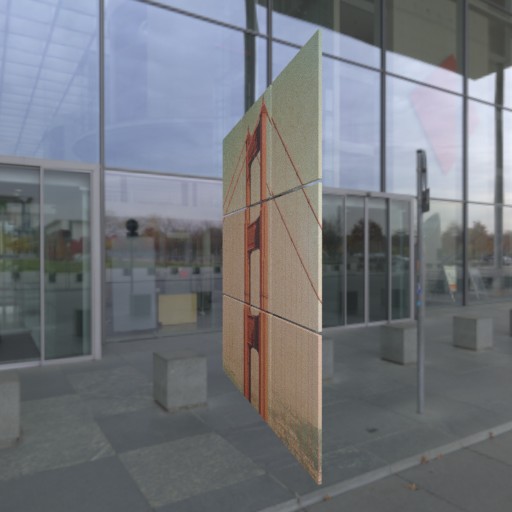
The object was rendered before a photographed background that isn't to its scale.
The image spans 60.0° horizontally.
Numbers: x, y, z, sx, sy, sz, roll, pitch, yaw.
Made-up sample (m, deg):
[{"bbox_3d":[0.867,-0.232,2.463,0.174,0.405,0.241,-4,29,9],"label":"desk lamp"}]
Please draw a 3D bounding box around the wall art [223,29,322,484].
[{"bbox_3d":[0.000,0.000,2.209,0.013,1.523,1.517,0,0,-16],"label":"wall art"}]
